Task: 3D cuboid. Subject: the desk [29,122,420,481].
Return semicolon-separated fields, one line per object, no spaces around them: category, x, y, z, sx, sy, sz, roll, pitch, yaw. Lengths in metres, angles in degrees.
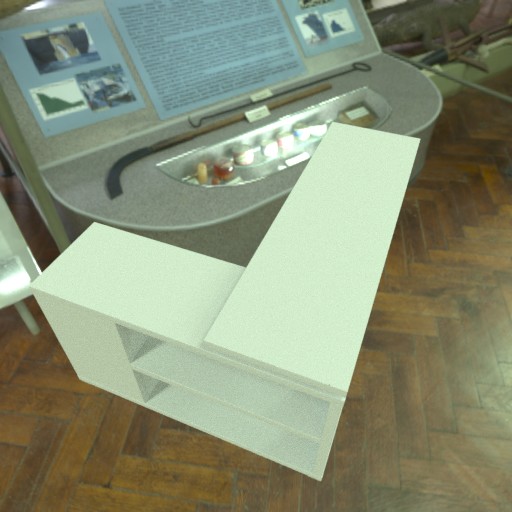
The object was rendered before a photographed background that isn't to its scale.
desk;0.000;0.000;2.205;1.200;0.753;1.524;16;47;16
